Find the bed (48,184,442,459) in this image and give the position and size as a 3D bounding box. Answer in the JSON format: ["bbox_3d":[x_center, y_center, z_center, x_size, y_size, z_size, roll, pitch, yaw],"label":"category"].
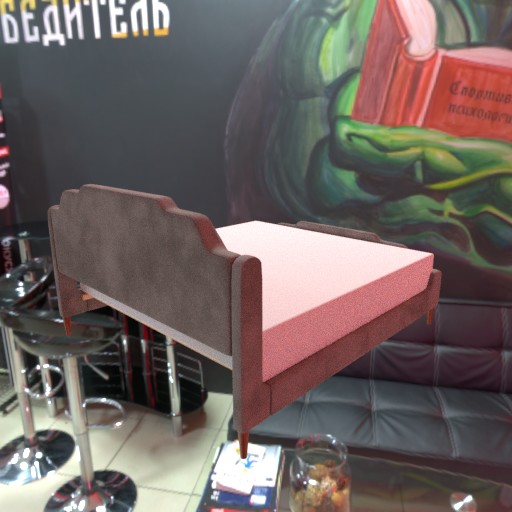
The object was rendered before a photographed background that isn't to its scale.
[{"bbox_3d":[0.000,0.000,3.503,2.074,1.245,2.340,15,21,42],"label":"bed"}]
